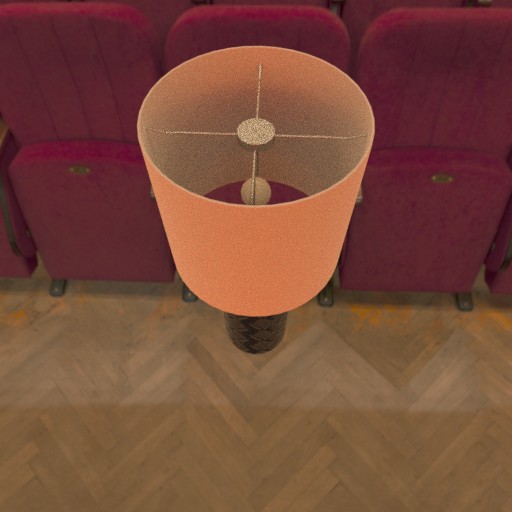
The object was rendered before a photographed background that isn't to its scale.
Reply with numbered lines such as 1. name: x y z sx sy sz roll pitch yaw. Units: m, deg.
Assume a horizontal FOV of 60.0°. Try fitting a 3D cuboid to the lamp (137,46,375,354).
1. lamp: 0.000 0.000 0.583 0.207 0.461 0.207 2 58 1
